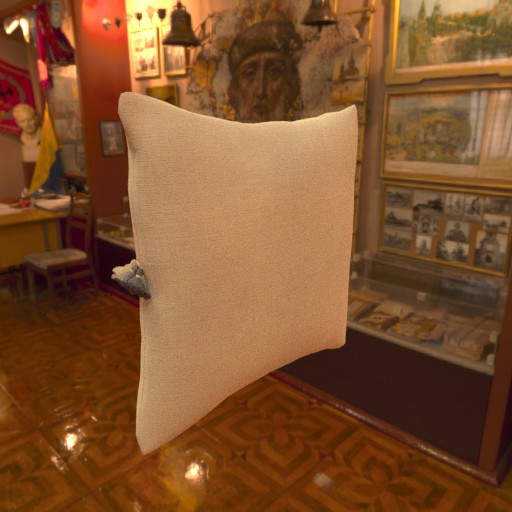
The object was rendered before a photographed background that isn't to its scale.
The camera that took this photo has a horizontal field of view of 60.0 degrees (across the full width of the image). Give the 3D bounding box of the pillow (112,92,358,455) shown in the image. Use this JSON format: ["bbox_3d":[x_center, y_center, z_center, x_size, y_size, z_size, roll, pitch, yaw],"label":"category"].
[{"bbox_3d":[0.000,0.000,0.723,0.489,0.481,0.165,-15,22,-42],"label":"pillow"}]
